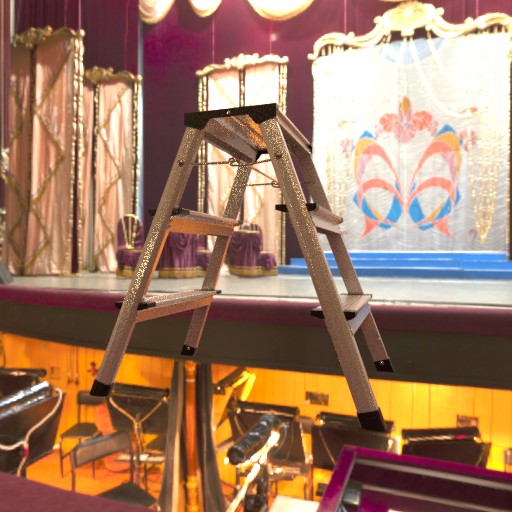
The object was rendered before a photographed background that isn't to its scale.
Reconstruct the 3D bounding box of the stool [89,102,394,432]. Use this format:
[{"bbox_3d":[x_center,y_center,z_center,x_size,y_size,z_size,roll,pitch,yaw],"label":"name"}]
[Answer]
[{"bbox_3d":[0.000,0.000,1.067,0.622,0.605,0.437,0,0,19],"label":"stool"}]
